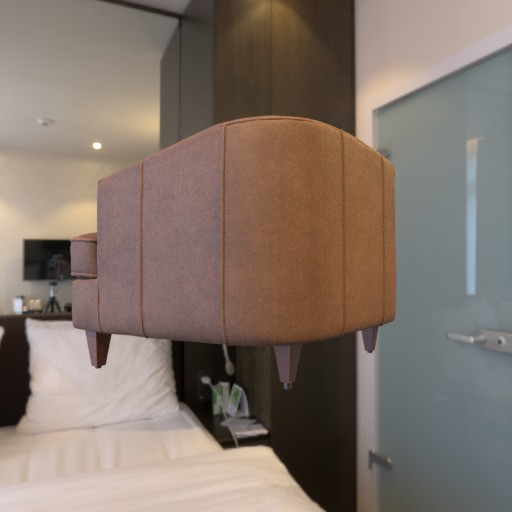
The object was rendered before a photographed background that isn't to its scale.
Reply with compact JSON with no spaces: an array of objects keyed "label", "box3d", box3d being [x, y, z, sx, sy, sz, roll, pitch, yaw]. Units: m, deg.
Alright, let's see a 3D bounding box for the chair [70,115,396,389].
[{"label":"chair","box3d":[0.000,0.000,1.752,0.914,0.787,1.118,-1,-1,35]}]
